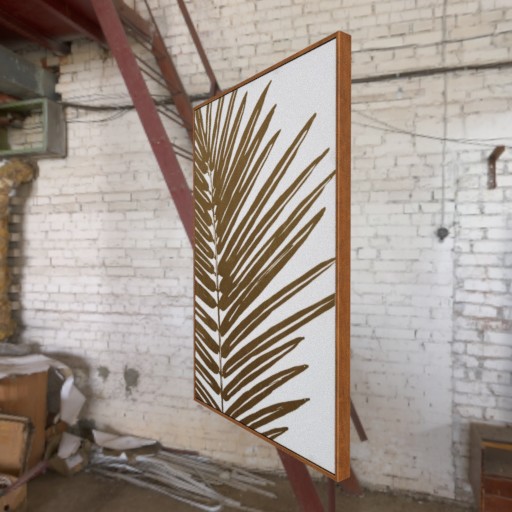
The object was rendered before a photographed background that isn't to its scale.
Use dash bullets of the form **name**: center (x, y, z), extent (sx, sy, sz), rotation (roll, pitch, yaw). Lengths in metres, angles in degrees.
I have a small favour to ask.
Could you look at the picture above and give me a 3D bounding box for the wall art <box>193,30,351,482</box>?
- **wall art**: center (0.000, 0.000, 1.151), extent (0.037, 0.914, 0.610), rotation (-1, 1, -37)
